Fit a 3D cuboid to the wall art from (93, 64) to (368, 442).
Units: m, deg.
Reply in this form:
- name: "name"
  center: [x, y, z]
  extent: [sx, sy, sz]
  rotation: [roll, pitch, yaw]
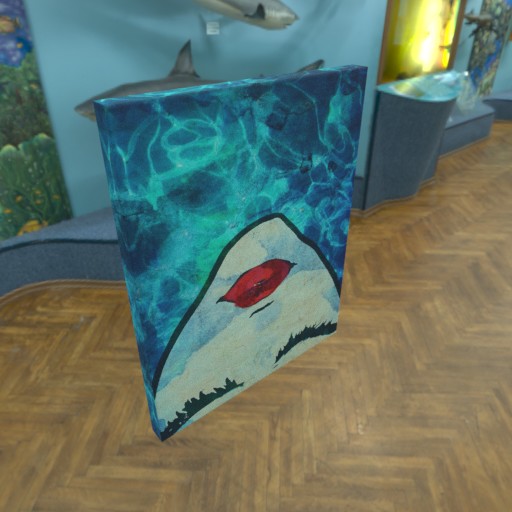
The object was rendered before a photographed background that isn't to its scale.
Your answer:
- name: "wall art"
  center: [0.000, 0.000, 0.852]
  extent: [0.508, 0.635, 0.038]
  rotation: [-23, 38, -33]
